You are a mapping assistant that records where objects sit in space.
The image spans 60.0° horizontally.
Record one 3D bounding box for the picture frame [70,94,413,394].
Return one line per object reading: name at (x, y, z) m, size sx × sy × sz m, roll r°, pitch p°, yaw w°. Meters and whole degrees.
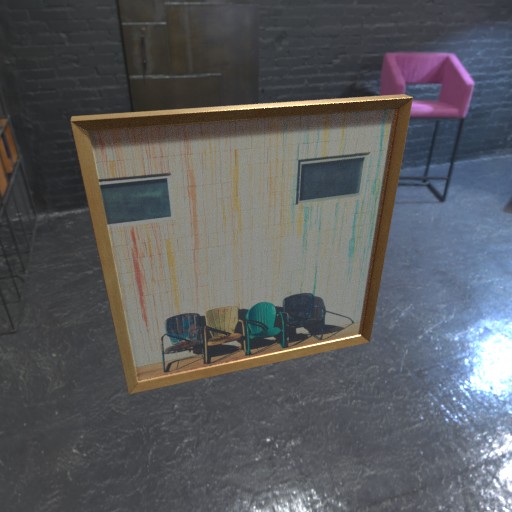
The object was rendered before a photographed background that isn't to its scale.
picture frame at (0.000, 0.000, 1.159) m, size 0.758 × 0.761 × 0.037 m, roll -9°, pitch 32°, yaw -14°
